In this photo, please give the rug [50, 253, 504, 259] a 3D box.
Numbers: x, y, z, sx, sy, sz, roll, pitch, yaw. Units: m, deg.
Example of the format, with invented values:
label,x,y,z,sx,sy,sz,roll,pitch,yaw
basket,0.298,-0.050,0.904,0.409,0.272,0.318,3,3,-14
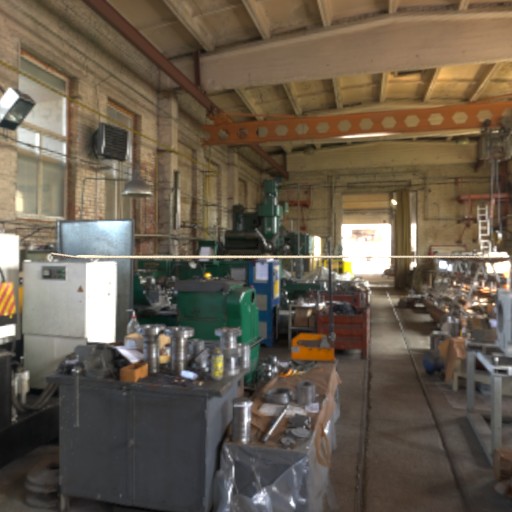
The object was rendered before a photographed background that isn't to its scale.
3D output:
label,x,y,z,sx,sy,sz,roll,pitch,yaw
rug,0.000,0.000,3.710,2.897,0.035,2.277,0,0,-18
